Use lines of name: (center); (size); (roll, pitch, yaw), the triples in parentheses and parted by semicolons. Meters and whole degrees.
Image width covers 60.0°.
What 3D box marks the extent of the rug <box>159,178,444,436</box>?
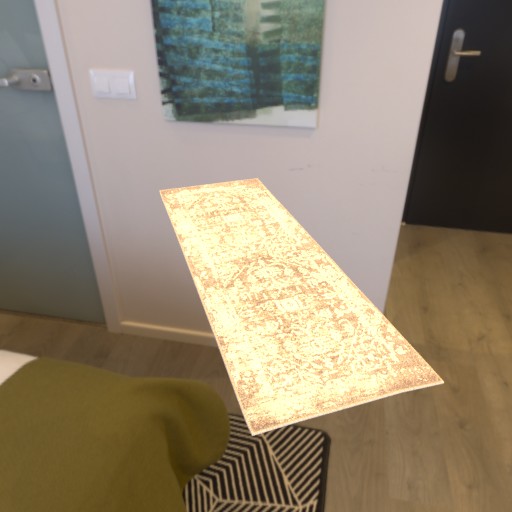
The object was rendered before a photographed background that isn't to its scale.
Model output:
rug: (0.000, 0.000, 2.737); (0.855, 0.017, 2.452); (-10, 33, -16)
